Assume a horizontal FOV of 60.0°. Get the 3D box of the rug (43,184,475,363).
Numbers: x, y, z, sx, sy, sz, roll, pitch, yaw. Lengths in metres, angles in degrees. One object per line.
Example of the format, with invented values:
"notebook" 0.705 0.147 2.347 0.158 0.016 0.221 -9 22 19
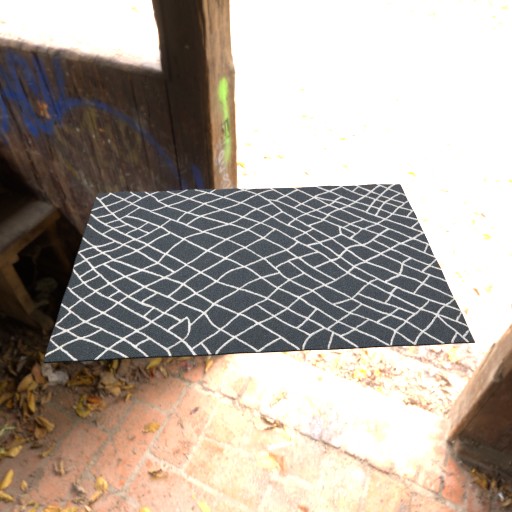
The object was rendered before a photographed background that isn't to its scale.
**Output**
"rug" 0.000 0.000 3.033 2.448 0.017 1.529 -2 46 -2
